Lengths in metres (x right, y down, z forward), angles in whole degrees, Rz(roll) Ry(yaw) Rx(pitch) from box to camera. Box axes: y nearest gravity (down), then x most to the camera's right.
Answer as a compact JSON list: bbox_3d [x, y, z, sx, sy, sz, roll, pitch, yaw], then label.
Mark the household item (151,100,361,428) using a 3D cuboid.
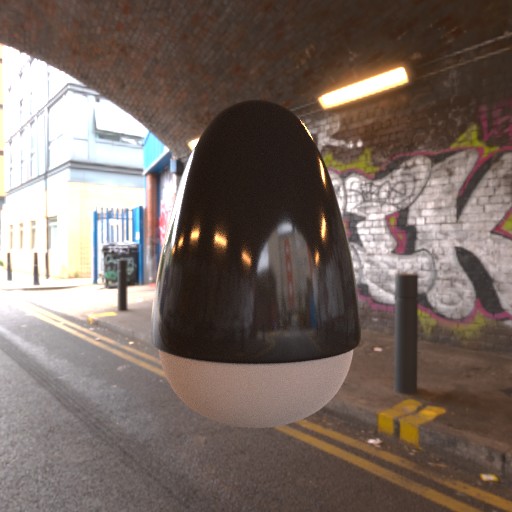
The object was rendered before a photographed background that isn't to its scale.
[{"bbox_3d":[0.000,0.000,0.222,0.102,0.152,0.104,0,1,0],"label":"household item"}]
